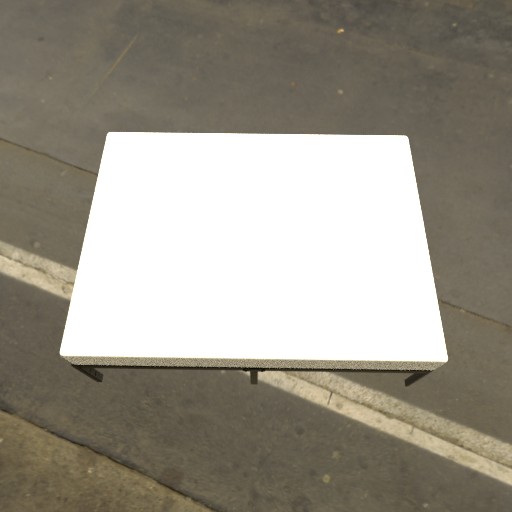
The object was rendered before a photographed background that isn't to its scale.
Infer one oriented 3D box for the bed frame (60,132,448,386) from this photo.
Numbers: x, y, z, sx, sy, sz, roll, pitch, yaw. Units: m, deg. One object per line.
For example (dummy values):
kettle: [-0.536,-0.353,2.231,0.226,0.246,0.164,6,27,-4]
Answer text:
bed frame: [0.000,0.000,2.945,2.072,0.659,1.557,1,63,0]
